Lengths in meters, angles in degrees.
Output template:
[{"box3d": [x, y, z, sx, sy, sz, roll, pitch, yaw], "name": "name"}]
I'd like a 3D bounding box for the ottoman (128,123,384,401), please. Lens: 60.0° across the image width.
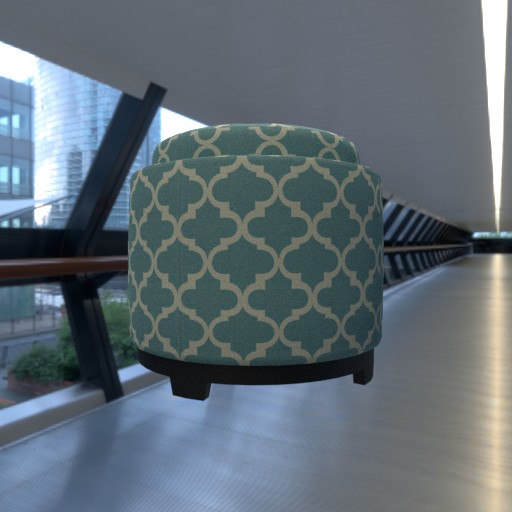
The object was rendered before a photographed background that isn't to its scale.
[{"box3d": [0.000, 0.000, 0.866, 0.480, 0.429, 0.480, 0, 0, 0], "name": "ottoman"}]
